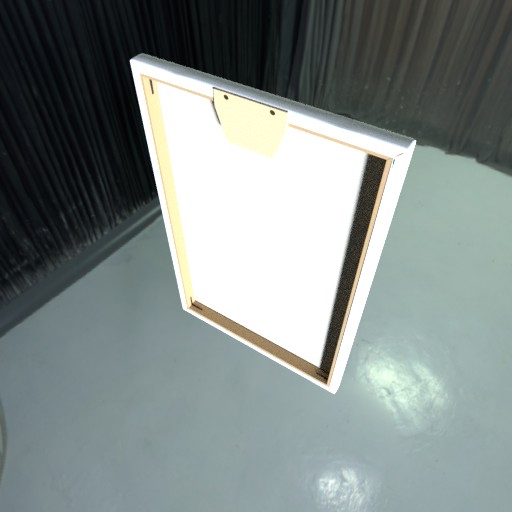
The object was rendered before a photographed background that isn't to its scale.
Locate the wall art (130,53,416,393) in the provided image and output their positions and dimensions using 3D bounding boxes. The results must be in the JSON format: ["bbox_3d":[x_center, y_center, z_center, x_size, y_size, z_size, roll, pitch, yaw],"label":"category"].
[{"bbox_3d":[0.000,0.000,1.161,0.602,0.902,0.048,25,53,21],"label":"wall art"}]
